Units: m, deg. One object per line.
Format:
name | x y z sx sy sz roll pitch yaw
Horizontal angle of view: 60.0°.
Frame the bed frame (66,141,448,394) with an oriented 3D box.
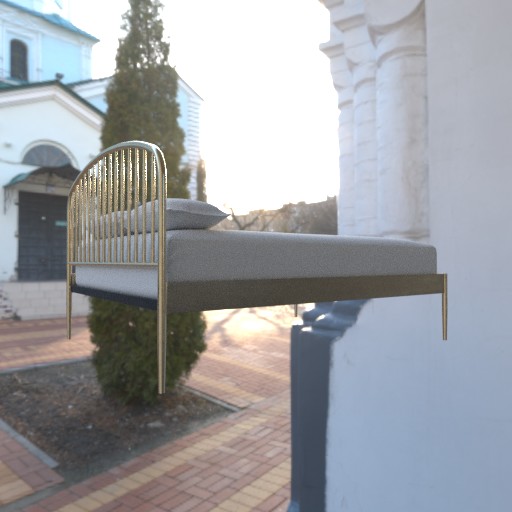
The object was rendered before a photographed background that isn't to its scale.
bed frame | 0.000 0.000 3.119 2.152 1.175 1.612 0 -1 -36
